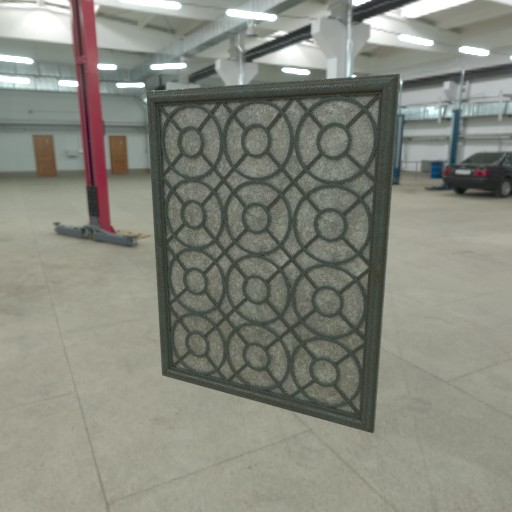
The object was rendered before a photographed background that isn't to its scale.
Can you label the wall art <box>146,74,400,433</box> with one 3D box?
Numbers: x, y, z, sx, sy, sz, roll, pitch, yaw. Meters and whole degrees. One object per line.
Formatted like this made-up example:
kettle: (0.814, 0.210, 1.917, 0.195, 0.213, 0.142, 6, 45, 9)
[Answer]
wall art: (0.000, 0.000, 1.345, 0.767, 0.983, 0.030, 7, 15, 26)
